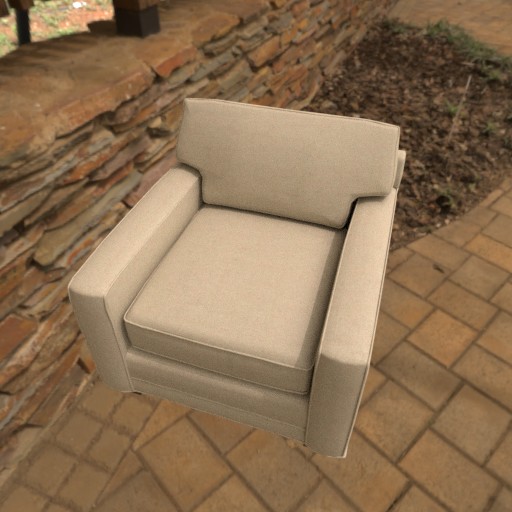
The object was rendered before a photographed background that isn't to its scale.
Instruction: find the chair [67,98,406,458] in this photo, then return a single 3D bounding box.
[{"bbox_3d":[0.000,0.000,1.785,0.998,0.913,1.043,12,43,13],"label":"chair"}]
